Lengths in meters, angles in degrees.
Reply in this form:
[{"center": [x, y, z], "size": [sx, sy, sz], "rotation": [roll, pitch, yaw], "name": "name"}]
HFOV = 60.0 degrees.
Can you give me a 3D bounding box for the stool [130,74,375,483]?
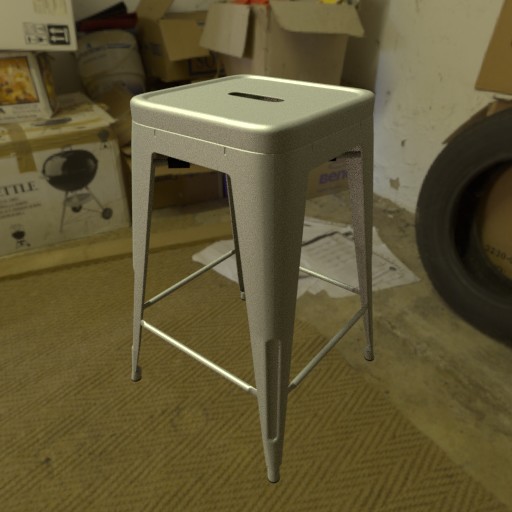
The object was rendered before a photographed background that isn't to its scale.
[{"center": [0.000, 0.000, 0.871], "size": [0.406, 0.610, 0.406], "rotation": [22, 38, 32], "name": "stool"}]
